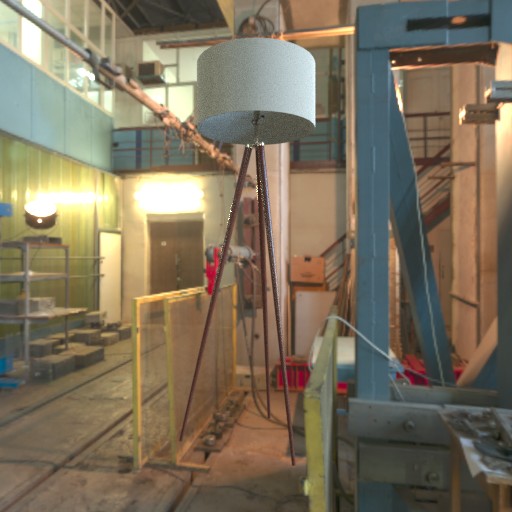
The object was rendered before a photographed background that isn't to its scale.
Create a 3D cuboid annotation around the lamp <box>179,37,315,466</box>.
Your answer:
[{"bbox_3d":[0.000,0.000,1.816,0.483,1.553,0.483,0,0,-35],"label":"lamp"}]
